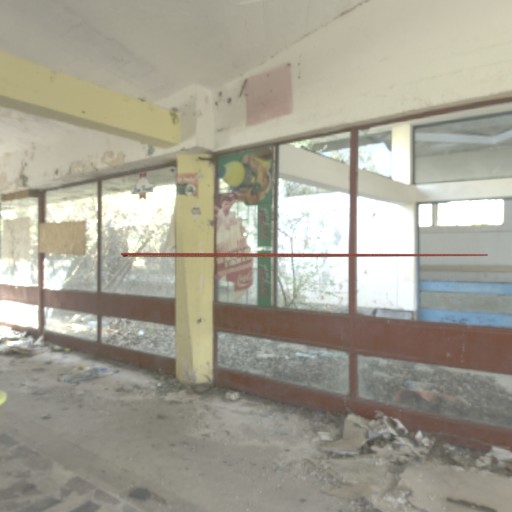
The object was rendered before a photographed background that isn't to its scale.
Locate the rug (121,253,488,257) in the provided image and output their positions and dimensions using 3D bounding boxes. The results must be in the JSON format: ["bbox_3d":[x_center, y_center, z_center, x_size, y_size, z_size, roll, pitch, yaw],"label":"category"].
[{"bbox_3d":[0.000,0.000,4.130,2.387,0.013,3.053,0,0,-17],"label":"rug"}]
